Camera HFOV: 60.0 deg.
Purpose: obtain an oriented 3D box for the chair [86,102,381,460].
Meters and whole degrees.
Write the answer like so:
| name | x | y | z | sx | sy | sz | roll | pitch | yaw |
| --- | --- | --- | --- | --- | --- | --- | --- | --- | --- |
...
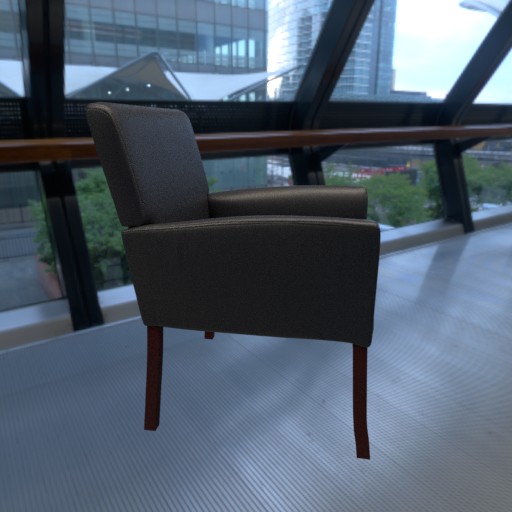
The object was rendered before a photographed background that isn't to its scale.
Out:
| name | x | y | z | sx | sy | sz | roll | pitch | yaw |
| --- | --- | --- | --- | --- | --- | --- | --- | --- | --- |
| chair | 0.000 | 0.000 | 1.475 | 0.772 | 0.951 | 0.683 | 3 | 17 | 10 |
